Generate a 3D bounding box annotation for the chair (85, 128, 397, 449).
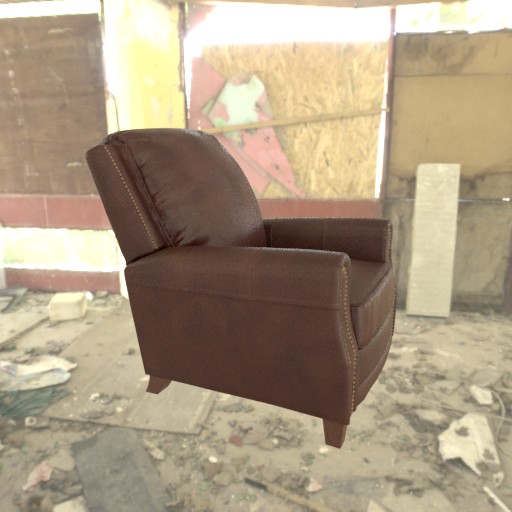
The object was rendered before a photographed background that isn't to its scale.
[{"bbox_3d":[0.000,0.000,1.819,1.089,1.022,0.826,7,16,26],"label":"chair"}]
